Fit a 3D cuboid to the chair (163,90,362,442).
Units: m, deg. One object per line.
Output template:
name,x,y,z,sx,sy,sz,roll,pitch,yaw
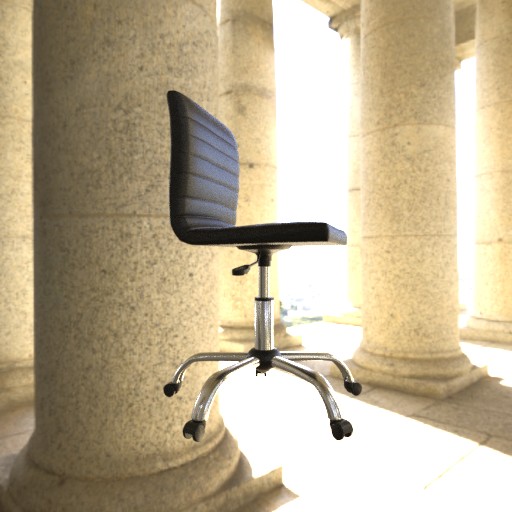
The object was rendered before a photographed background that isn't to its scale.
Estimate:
chair,0.000,0.000,1.167,0.530,0.780,0.556,0,0,17
